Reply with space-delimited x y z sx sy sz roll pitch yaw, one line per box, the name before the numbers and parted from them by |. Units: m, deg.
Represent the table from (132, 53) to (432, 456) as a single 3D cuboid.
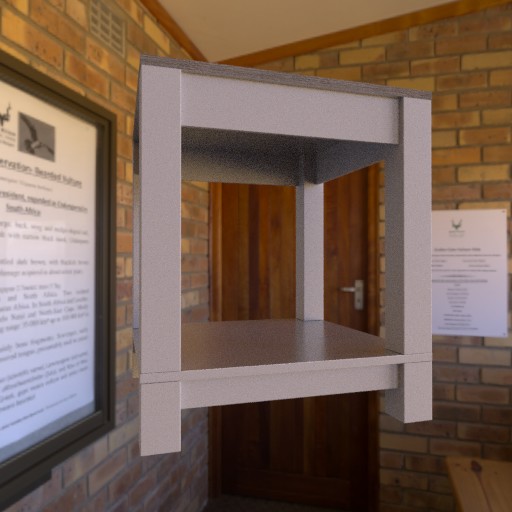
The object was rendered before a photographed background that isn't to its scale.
table | 0.000 0.000 0.960 0.506 0.587 0.504 0 0 -17
